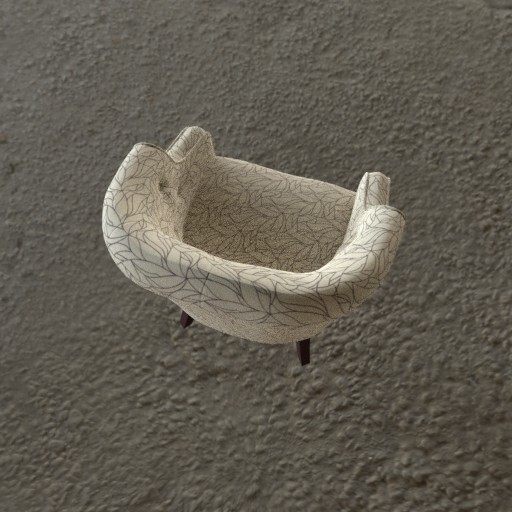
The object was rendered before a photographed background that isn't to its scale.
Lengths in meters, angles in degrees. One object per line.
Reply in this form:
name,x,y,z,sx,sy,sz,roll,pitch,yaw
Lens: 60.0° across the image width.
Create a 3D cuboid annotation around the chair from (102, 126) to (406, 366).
chair,0.000,0.000,1.289,0.686,0.858,0.613,16,65,8
